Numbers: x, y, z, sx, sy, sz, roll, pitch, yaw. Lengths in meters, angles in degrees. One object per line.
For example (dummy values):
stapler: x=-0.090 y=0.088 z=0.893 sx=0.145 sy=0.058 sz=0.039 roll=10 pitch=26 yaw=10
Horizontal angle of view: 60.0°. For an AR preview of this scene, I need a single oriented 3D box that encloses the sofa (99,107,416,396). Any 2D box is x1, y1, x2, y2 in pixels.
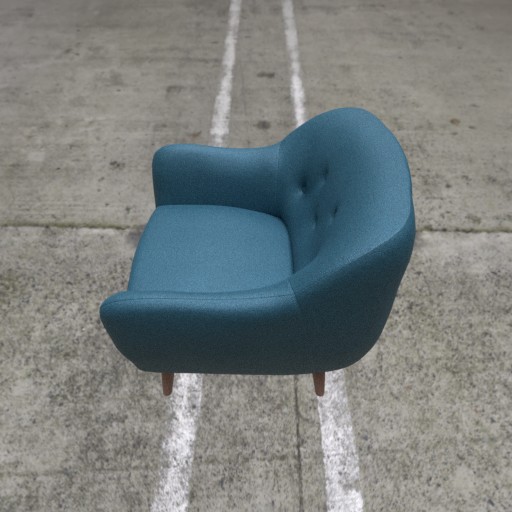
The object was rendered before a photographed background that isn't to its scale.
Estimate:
sofa: x=0.000 y=0.000 z=1.503 sx=0.825 sy=0.817 sz=0.836 roll=0 pitch=42 yaw=0
